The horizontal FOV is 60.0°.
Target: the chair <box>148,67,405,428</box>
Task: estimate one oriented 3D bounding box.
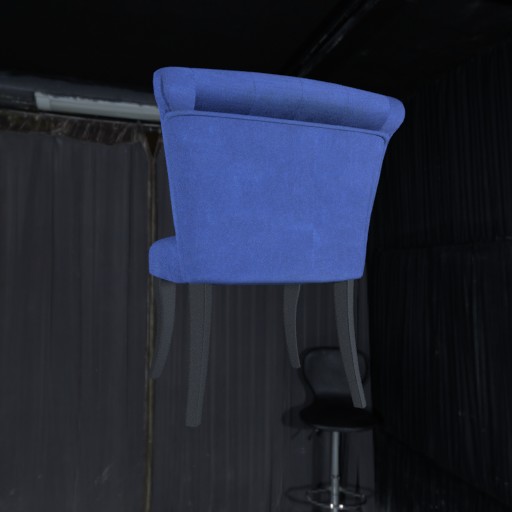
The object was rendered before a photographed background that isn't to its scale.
[{"bbox_3d":[0.000,0.000,1.190,0.585,0.753,0.606,0,-2,-18],"label":"chair"}]
